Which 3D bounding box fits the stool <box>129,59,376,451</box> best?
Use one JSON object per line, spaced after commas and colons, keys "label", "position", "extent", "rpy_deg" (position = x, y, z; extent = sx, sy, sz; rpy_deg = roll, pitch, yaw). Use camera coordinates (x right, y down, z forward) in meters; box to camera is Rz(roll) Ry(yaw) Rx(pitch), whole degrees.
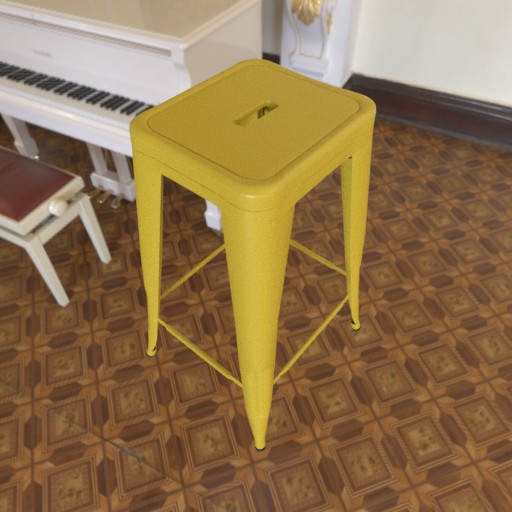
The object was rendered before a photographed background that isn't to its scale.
{"label": "stool", "position": [0.000, 0.000, 0.853], "extent": [0.359, 0.609, 0.399], "rpy_deg": [31, 55, 25]}
